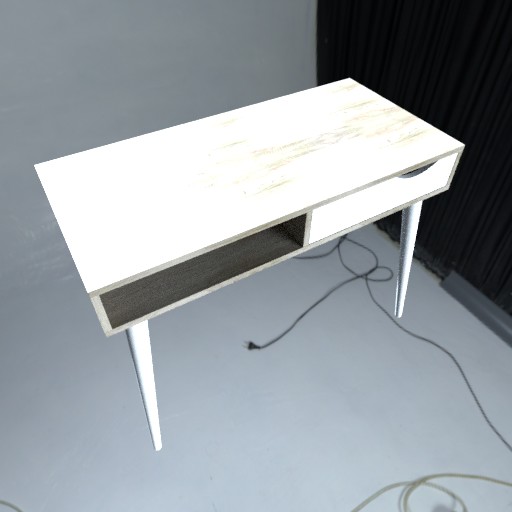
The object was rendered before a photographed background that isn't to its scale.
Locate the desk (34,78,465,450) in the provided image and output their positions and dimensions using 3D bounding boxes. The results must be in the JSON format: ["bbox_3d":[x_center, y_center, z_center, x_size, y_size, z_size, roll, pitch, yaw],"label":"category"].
[{"bbox_3d":[0.000,0.000,1.371,0.979,0.723,0.491,-23,50,-21],"label":"desk"}]
